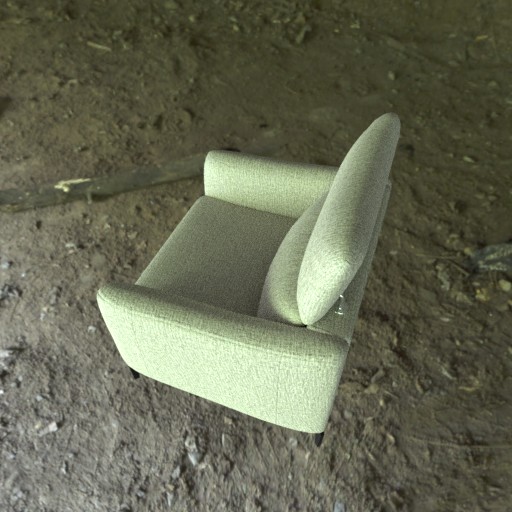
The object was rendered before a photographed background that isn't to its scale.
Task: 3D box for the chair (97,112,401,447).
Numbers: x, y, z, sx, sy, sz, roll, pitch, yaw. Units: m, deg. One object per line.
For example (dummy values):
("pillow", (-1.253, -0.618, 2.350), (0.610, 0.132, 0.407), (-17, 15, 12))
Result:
("chair", (0.000, 0.000, 1.685), (0.835, 0.967, 0.972), (15, 48, 14))
